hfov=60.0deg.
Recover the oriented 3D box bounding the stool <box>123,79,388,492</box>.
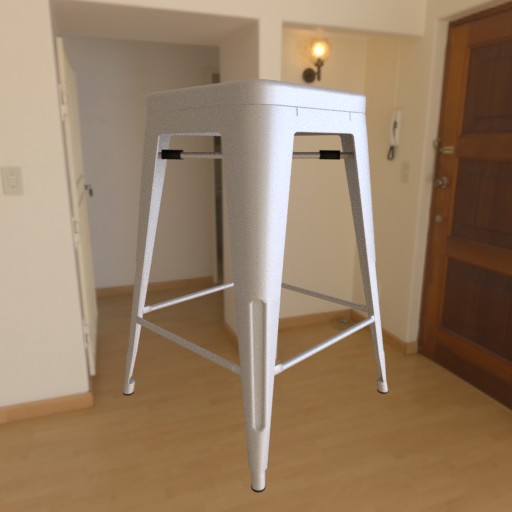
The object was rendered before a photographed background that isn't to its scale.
[{"bbox_3d":[0.000,0.000,0.880,0.410,0.608,0.410,13,19,43],"label":"stool"}]
